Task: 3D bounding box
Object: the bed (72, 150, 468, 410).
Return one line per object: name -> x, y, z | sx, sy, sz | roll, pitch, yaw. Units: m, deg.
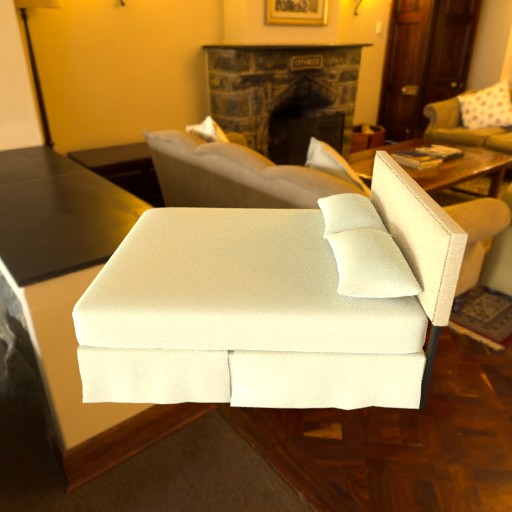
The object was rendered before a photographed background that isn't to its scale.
bed -> 0.000, 0.000, 2.854 | 1.876, 1.016, 1.616 | 1, 26, 2
